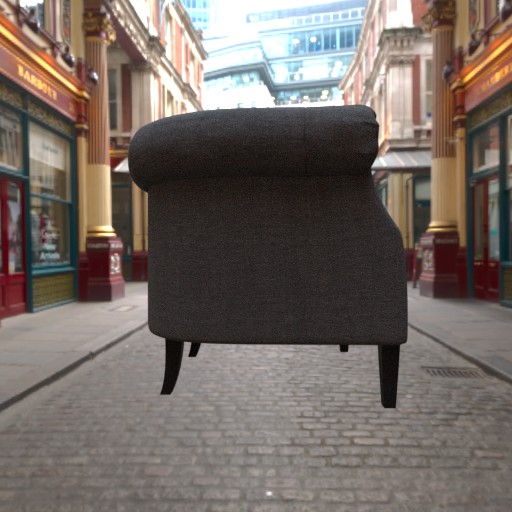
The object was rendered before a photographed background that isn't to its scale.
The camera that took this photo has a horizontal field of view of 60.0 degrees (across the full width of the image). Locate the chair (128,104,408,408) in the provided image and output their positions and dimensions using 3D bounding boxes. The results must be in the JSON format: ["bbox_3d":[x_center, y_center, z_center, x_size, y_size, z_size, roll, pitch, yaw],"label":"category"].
[{"bbox_3d":[0.000,0.000,1.573,0.852,0.827,0.905,0,0,1],"label":"chair"}]
